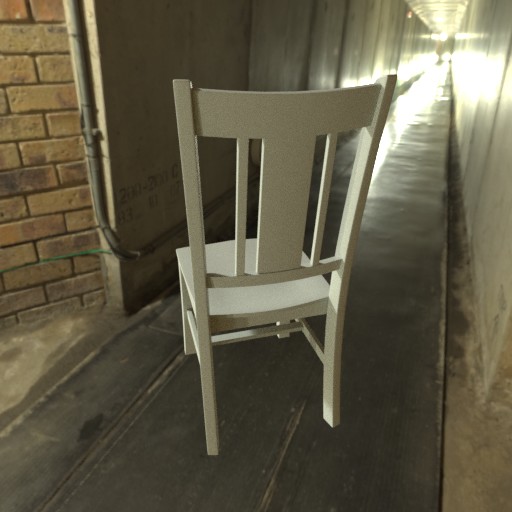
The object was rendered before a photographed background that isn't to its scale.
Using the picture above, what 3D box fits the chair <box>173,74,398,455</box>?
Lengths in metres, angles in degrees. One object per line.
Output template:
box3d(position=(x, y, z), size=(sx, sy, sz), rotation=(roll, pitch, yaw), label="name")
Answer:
box3d(position=(0.000, 0.000, 1.276), size=(0.450, 0.998, 0.555), rotation=(-7, 27, -14), label="chair")
